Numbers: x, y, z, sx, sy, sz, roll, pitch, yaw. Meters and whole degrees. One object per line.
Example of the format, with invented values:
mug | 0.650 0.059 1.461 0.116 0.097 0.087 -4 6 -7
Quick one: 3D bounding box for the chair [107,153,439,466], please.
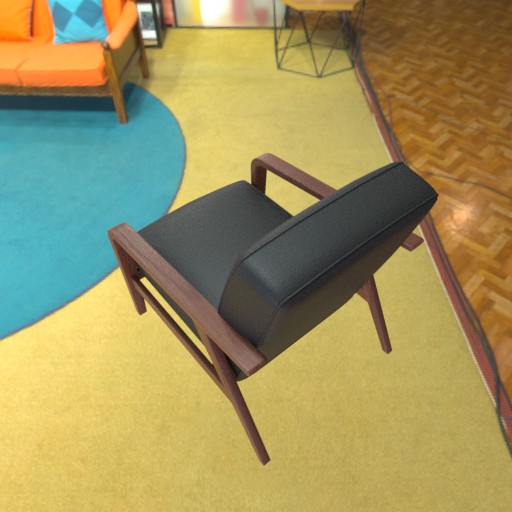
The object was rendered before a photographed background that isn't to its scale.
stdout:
chair | 0.000 0.000 1.551 0.719 0.861 0.889 -32 54 -26
